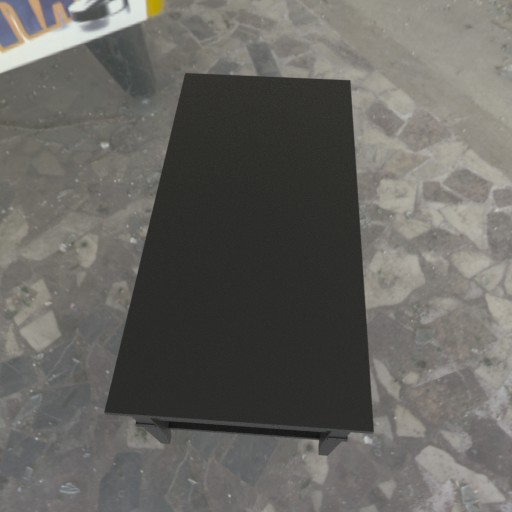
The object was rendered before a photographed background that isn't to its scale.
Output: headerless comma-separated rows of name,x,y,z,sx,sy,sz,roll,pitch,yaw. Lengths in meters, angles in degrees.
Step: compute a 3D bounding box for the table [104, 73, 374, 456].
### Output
table,0.000,0.000,1.326,0.523,0.470,1.044,3,59,2
